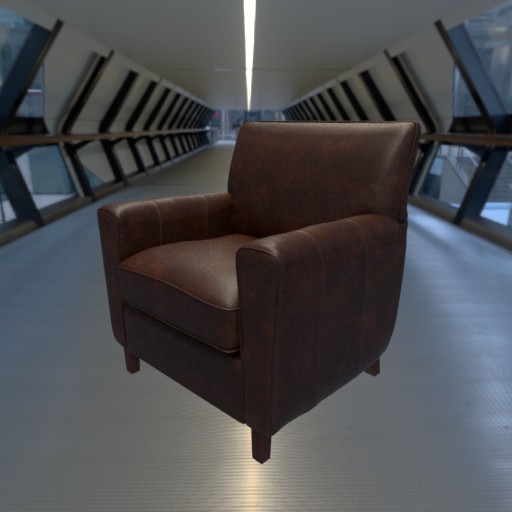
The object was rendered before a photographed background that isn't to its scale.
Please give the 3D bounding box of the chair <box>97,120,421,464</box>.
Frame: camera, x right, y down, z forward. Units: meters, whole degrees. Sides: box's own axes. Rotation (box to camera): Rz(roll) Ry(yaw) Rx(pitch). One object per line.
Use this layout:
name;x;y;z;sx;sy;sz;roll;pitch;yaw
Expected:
chair;0.000;0.000;1.614;0.870;0.943;0.823;16;23;41
